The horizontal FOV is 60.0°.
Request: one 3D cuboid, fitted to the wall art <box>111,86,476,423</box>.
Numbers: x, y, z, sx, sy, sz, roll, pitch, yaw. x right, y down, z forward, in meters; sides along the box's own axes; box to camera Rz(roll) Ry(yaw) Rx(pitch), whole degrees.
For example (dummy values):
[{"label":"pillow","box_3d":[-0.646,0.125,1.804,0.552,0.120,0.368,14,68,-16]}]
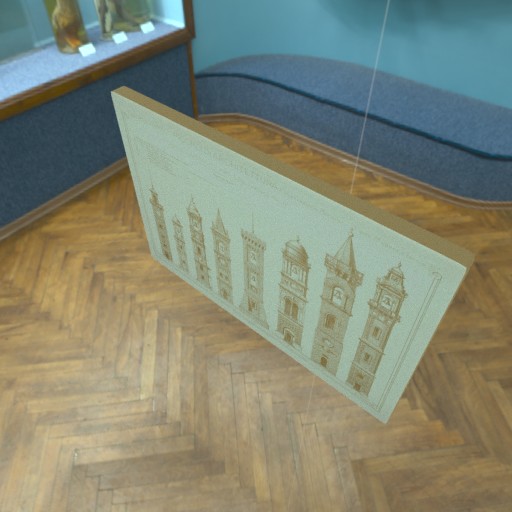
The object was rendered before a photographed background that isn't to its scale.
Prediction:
[{"label":"wall art","box_3d":[0.000,0.000,0.472,0.380,0.254,0.019,32,54,26]}]
